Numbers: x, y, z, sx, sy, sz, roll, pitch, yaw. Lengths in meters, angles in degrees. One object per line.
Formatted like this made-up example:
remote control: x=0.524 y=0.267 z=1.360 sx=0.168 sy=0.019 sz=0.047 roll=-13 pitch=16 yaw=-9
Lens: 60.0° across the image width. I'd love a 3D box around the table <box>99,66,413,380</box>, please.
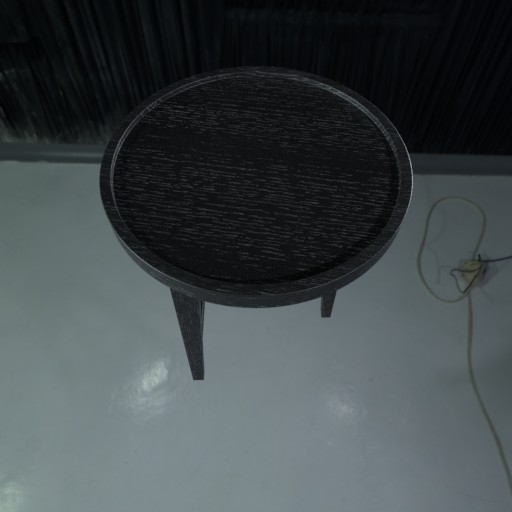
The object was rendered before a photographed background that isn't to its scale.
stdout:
table: x=0.000 y=0.000 z=0.766 sx=0.399 sy=0.460 sz=0.399 roll=0 pitch=57 yaw=0
